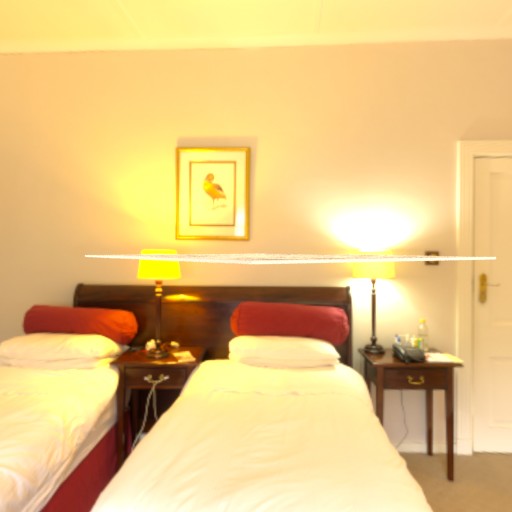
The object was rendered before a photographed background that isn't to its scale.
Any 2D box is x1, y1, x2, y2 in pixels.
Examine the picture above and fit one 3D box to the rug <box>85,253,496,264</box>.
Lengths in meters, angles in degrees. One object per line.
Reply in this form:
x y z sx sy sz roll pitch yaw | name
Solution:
0.000 0.000 3.074 1.706 0.026 2.438 0 1 -35 | rug
